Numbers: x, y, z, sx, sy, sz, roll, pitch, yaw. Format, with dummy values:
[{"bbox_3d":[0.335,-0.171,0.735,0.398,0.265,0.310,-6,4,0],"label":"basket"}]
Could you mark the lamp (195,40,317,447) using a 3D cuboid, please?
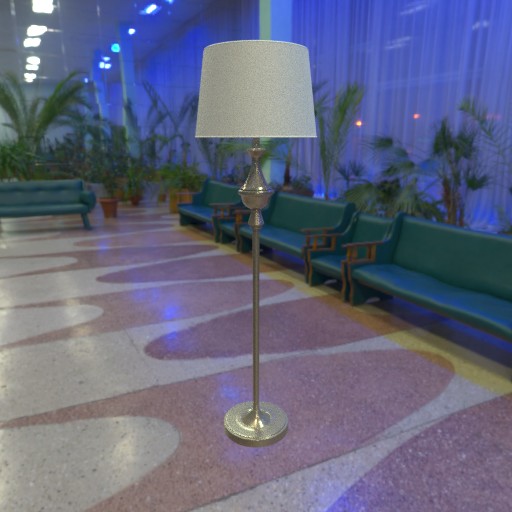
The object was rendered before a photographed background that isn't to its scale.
[{"bbox_3d":[0.000,0.000,1.685,0.431,1.488,0.431,0,15,0],"label":"lamp"}]
